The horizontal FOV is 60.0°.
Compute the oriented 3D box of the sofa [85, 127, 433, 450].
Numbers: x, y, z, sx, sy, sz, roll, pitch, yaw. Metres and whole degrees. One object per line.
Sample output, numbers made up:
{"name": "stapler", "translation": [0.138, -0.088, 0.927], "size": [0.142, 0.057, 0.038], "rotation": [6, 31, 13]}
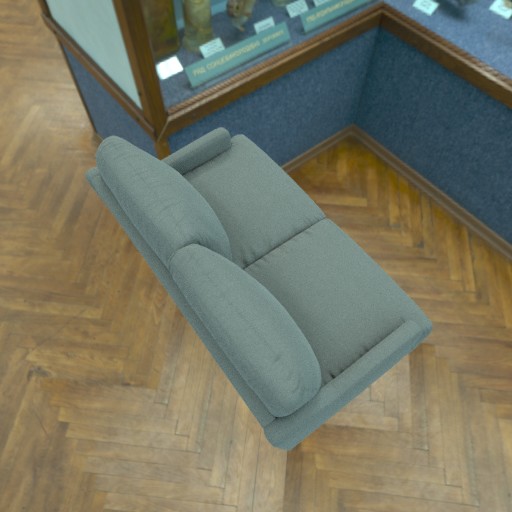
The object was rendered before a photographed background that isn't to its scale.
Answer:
{"name": "sofa", "translation": [0.000, 0.000, 2.220], "size": [0.987, 0.921, 1.589], "rotation": [-32, 64, -18]}
